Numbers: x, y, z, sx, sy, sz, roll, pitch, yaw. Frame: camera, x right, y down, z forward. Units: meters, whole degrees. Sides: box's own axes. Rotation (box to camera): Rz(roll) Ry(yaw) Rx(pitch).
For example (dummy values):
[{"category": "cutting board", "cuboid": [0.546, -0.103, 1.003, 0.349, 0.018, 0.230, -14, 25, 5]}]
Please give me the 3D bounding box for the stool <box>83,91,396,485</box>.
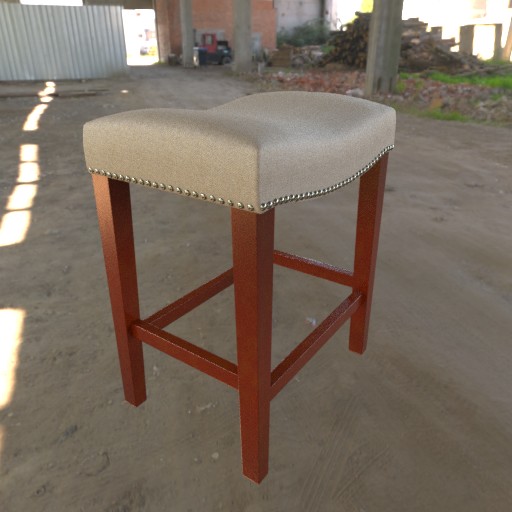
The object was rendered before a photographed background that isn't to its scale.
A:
[{"category": "stool", "cuboid": [0.000, 0.000, 0.948, 0.375, 0.632, 0.509, 17, 30, 32]}]
